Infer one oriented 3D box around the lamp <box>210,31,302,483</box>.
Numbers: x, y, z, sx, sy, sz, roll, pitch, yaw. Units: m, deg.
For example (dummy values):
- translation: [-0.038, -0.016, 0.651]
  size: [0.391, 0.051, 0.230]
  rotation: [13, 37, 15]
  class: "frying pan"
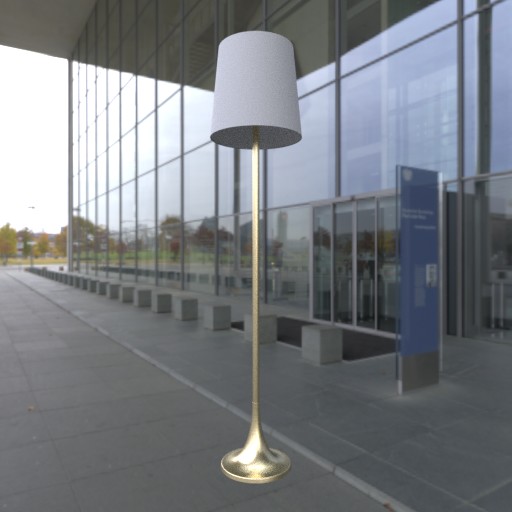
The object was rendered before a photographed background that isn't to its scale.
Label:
- translation: [0.000, 0.000, 1.634]
  size: [0.337, 1.543, 0.337]
  rotation: [0, 0, 0]
  class: "lamp"
